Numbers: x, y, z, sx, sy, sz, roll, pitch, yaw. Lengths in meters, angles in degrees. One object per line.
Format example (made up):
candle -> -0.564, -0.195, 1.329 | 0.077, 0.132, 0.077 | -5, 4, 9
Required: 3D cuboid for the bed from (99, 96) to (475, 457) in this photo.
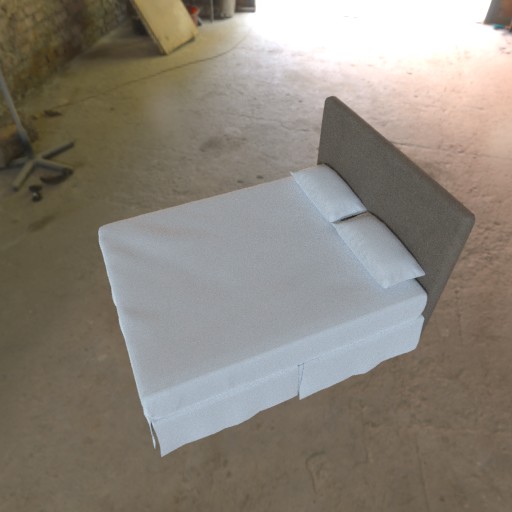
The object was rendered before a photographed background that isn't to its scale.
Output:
bed -> 0.000, 0.000, 3.232 | 2.142, 1.330, 1.723 | -17, 48, -16
